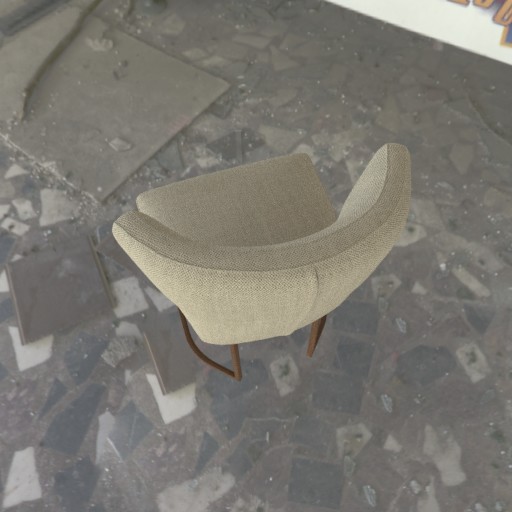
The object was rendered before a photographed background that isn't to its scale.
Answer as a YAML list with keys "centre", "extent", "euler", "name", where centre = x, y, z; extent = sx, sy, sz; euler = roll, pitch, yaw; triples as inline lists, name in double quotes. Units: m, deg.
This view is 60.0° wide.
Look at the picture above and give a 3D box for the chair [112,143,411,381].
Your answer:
- centre: [0.000, 0.000, 1.226]
  extent: [0.611, 0.824, 0.617]
  euler: [-16, 61, -9]
  name: "chair"
